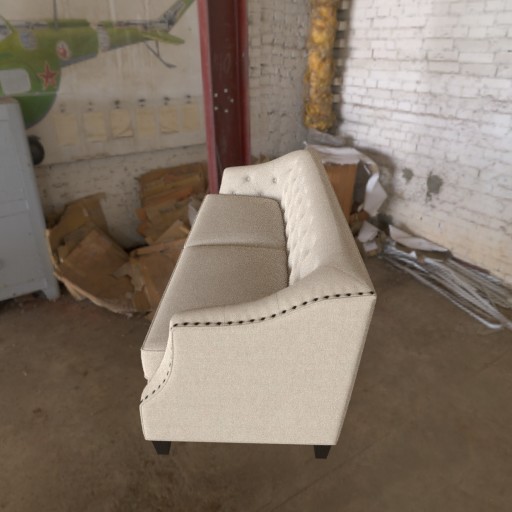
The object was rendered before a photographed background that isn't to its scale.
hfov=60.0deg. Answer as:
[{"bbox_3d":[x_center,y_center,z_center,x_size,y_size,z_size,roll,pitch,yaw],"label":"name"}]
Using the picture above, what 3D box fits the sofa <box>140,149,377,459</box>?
[{"bbox_3d":[0.000,0.000,2.712,0.914,0.901,2.235,1,26,2],"label":"sofa"}]
